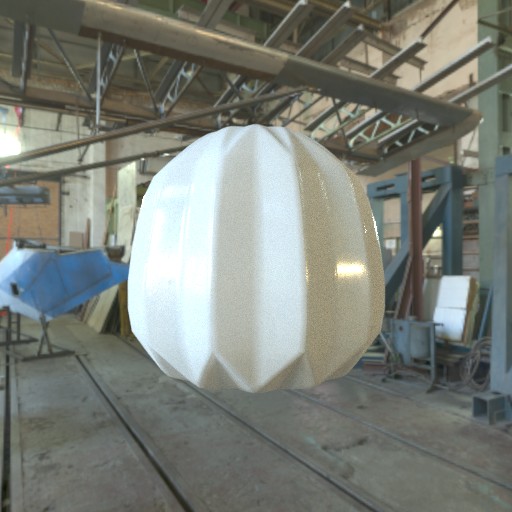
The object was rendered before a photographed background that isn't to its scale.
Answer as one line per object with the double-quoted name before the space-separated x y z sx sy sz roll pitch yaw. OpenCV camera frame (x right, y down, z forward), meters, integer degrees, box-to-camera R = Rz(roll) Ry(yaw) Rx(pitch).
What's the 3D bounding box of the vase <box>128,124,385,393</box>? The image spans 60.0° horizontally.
"vase" 0.000 0.000 0.248 0.139 0.134 0.139 0 -1 0
